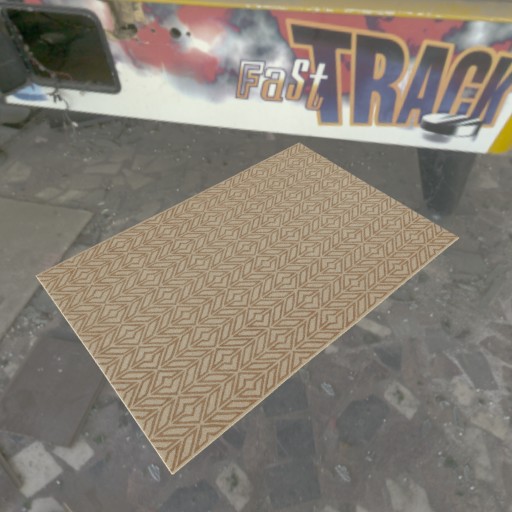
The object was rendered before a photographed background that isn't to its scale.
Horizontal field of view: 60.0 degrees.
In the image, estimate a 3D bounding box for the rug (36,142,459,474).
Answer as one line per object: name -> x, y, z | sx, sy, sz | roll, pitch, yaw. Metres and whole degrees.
rug -> 0.000, 0.000, 2.286 | 1.828, 0.007, 1.220 | -32, 54, -27
